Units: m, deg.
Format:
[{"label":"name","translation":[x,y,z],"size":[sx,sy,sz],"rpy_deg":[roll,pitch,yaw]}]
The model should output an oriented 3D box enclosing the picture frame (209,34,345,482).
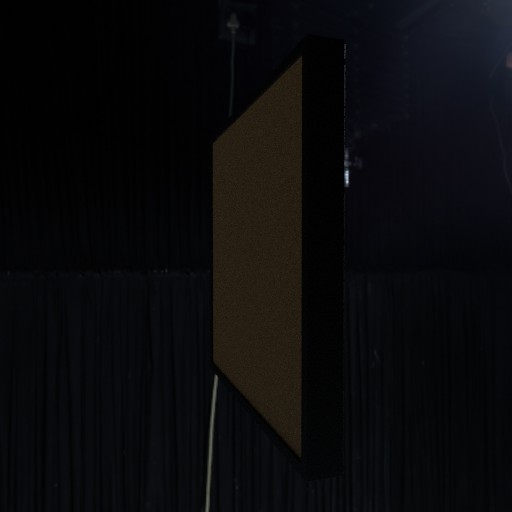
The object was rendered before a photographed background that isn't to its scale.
[{"label":"picture frame","translation":[0.000,0.000,0.468],"size":[0.030,0.317,0.317],"rpy_deg":[0,1,-18]}]
